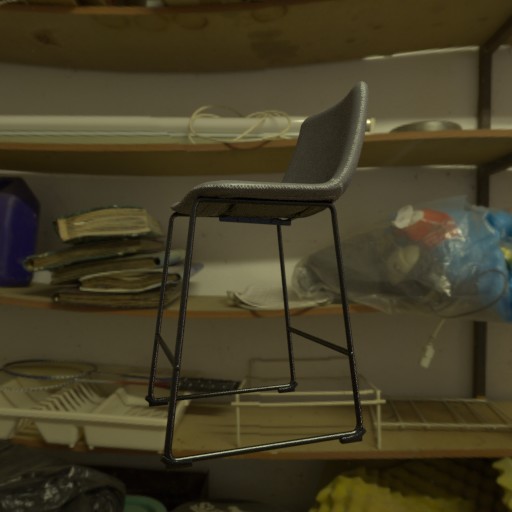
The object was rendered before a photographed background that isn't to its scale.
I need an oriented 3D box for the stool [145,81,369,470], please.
[{"bbox_3d":[0.000,0.000,1.181,0.546,0.876,0.470,0,0,-18],"label":"stool"}]
